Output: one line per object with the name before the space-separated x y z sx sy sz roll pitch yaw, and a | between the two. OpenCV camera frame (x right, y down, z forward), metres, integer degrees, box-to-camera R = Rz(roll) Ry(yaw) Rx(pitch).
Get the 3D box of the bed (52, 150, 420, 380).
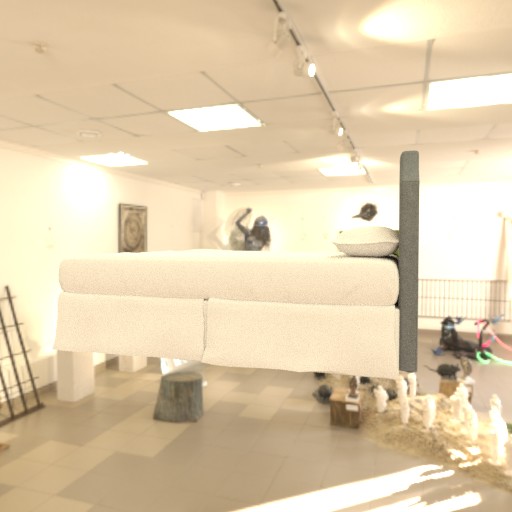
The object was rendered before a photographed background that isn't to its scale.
bed | 0.000 0.000 3.654 2.464 1.306 1.977 1 2 18
